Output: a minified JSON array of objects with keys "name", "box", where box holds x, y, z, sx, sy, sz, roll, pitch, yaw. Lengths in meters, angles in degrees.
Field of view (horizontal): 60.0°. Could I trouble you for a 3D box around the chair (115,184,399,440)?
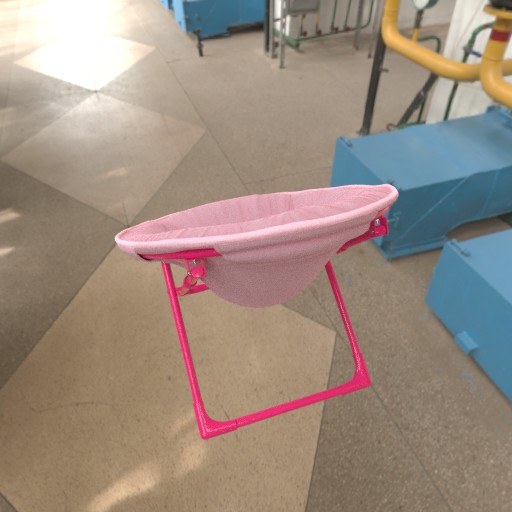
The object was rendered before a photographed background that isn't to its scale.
[{"name":"chair","box":[0.000,0.000,0.915,0.522,0.494,0.459,-13,43,-14]}]
